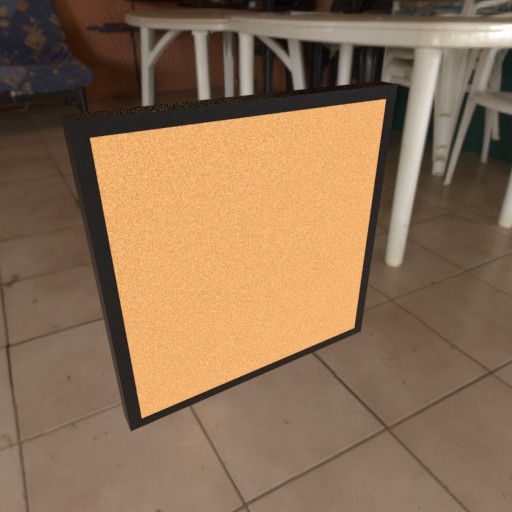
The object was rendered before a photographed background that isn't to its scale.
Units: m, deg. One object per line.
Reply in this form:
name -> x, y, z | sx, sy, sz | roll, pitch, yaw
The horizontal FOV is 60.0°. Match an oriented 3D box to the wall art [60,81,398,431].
wall art -> 0.000, 0.000, 0.738 | 0.506, 0.506, 0.038 | -16, 34, -26
